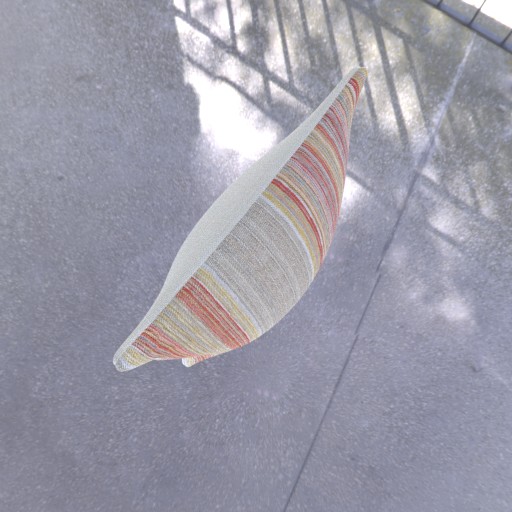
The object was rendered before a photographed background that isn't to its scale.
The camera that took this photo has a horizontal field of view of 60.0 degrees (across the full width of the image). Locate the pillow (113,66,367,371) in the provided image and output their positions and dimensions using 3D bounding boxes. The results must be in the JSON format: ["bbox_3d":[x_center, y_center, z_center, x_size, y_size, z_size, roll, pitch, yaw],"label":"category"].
[{"bbox_3d":[0.000,0.000,0.702,0.191,0.449,0.451,37,78,9],"label":"pillow"}]
